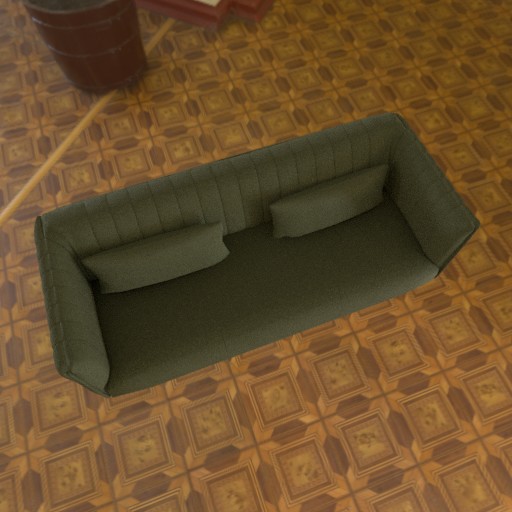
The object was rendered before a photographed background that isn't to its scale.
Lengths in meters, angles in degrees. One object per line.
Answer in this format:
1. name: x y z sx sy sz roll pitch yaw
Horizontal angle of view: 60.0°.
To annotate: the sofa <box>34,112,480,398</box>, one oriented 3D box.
1. sofa: 0.000 0.000 2.504 2.137 0.793 0.896 -18 64 -9
